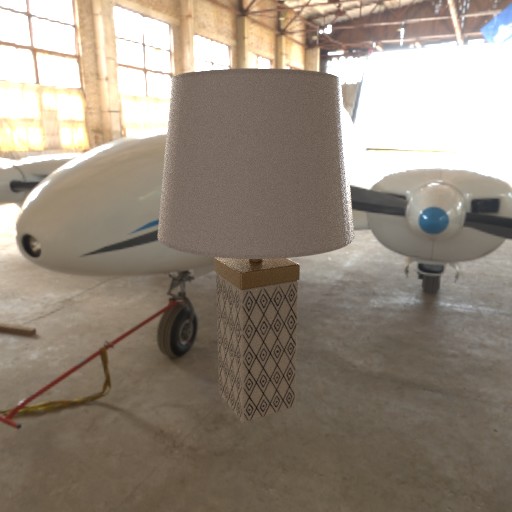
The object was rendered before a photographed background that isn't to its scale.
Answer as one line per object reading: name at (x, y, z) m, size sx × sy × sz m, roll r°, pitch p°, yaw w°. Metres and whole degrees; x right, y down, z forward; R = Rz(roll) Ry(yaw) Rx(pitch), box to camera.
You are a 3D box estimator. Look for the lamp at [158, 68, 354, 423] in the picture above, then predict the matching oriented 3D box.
lamp at (0.000, 0.000, 0.587) m, size 0.251 × 0.435 × 0.251 m, roll 0°, pitch 15°, yaw 0°
